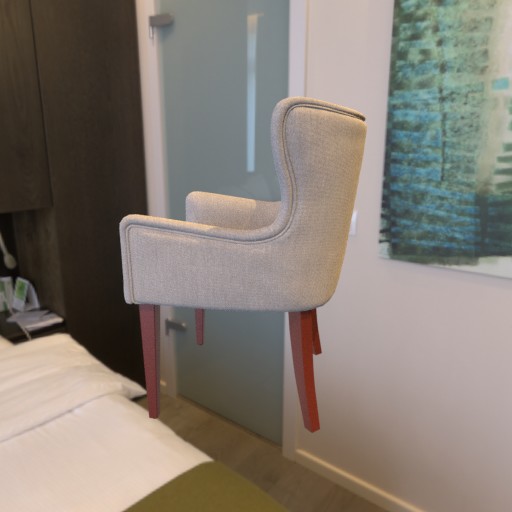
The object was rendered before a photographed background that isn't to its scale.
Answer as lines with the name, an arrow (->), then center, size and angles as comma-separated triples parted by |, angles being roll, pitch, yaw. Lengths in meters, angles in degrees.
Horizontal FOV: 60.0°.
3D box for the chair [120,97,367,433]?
chair -> 0.000, 0.000, 1.497 | 0.677, 0.948, 0.732 | 2, 14, 9
